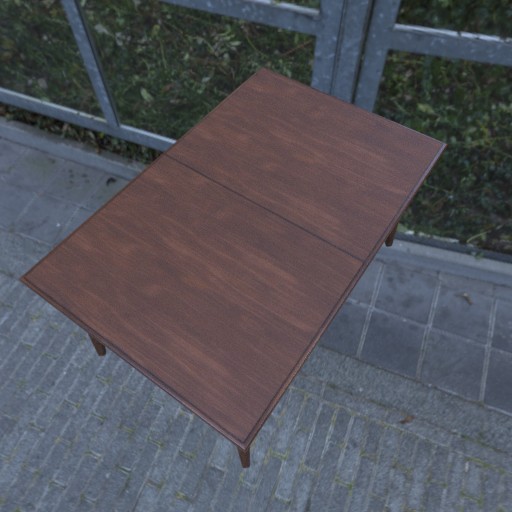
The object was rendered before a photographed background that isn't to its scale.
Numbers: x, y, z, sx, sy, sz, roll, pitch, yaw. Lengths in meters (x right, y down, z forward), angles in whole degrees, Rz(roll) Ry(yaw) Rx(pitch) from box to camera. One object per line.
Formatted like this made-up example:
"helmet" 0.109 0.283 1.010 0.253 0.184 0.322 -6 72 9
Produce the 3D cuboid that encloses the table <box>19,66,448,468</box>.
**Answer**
"table" 0.000 0.000 2.071 0.990 0.761 1.524 30 62 18
